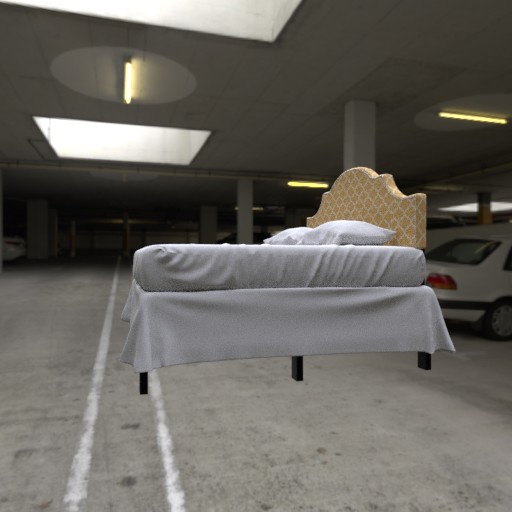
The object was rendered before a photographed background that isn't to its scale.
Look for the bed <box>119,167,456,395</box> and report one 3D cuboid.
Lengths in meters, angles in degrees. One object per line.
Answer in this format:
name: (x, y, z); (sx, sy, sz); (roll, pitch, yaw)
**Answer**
bed: (0.000, 0.000, 3.784); (2.222, 1.601, 2.314); (0, 0, -17)
